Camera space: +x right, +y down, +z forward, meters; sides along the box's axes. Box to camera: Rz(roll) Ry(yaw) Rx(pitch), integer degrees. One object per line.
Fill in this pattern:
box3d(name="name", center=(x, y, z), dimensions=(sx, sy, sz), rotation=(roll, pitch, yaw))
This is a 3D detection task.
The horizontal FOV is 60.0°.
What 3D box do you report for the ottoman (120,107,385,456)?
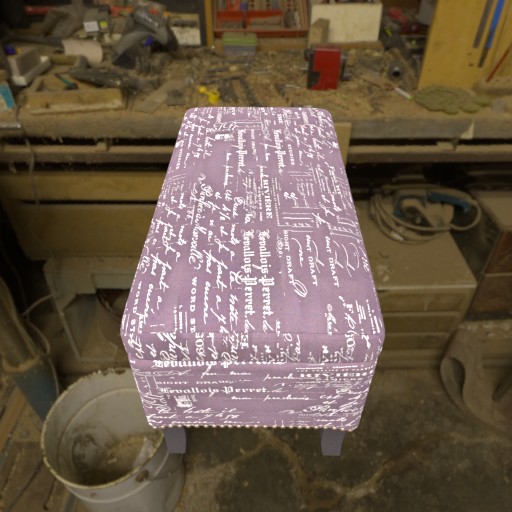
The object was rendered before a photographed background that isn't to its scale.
box3d(name="ottoman", center=(0.000, 0.000, 1.079), dimensions=(0.406, 0.457, 0.813), rotation=(1, 42, 1))
